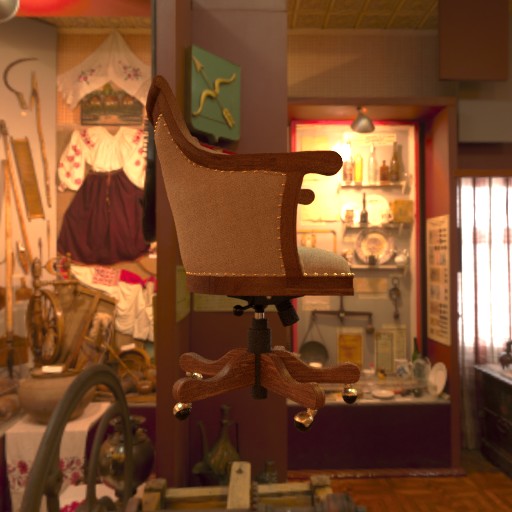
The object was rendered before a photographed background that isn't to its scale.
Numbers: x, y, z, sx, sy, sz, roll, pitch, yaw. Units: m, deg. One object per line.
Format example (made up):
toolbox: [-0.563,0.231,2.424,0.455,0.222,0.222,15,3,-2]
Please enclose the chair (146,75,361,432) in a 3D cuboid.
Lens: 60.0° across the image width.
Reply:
chair: [0.000,0.000,1.479,0.689,0.965,0.656,0,-1,1]
